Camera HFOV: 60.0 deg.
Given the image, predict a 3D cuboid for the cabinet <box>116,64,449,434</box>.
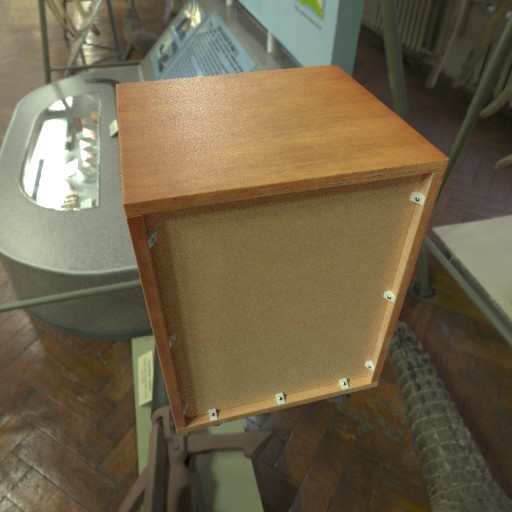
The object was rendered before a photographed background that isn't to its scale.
[{"bbox_3d":[0.000,0.000,0.865,0.409,0.579,0.401,-10,42,-11],"label":"cabinet"}]
